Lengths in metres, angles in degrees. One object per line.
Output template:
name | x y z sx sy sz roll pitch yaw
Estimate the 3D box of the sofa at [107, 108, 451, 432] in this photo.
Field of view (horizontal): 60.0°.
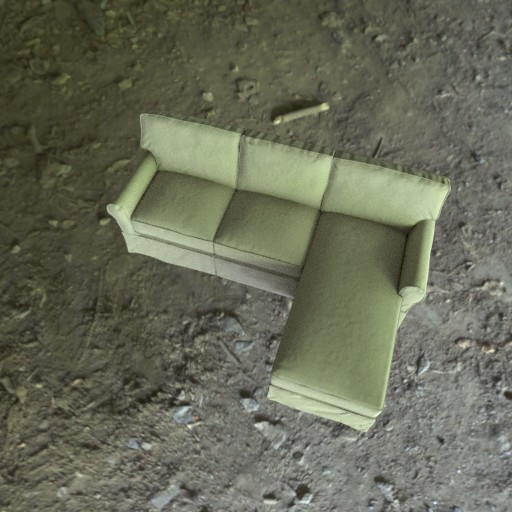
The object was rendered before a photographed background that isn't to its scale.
sofa | 0.000 0.000 3.330 2.475 0.978 1.733 16 59 10
